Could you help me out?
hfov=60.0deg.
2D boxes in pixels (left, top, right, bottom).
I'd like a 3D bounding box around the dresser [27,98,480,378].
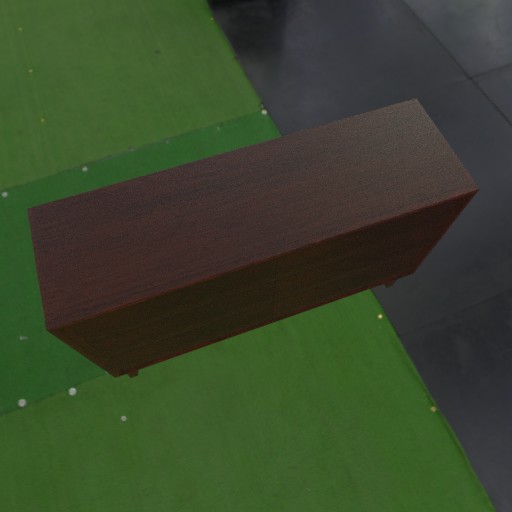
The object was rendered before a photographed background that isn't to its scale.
[{"bbox_3d":[0.000,0.000,2.080,1.609,0.971,0.499,-18,65,-9],"label":"dresser"}]
